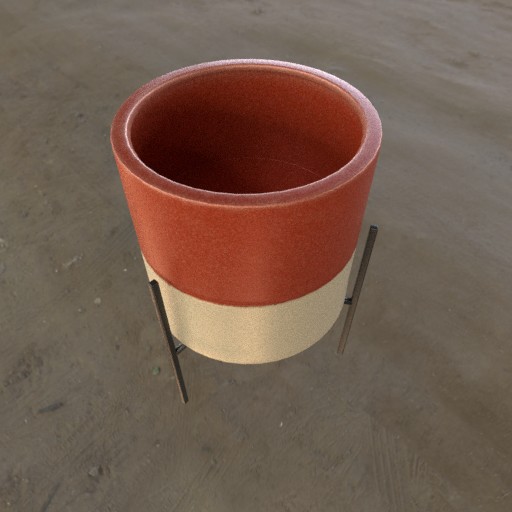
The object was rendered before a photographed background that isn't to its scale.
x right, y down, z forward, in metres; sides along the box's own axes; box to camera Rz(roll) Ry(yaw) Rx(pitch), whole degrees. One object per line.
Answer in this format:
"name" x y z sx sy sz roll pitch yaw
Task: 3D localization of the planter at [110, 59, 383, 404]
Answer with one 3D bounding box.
"planter" 0.000 0.000 0.513 0.251 0.354 0.235 9 48 8
